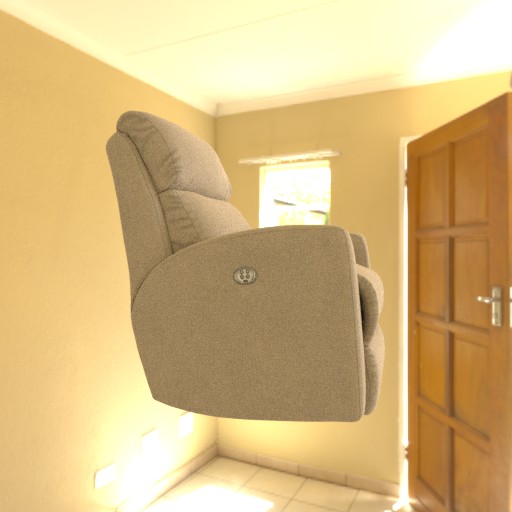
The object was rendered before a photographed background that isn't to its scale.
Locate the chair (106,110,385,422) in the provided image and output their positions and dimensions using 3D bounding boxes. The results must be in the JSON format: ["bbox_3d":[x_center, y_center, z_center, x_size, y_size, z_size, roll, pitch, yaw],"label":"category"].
[{"bbox_3d":[0.000,0.000,1.702,0.940,1.021,0.794,0,0,18],"label":"chair"}]
